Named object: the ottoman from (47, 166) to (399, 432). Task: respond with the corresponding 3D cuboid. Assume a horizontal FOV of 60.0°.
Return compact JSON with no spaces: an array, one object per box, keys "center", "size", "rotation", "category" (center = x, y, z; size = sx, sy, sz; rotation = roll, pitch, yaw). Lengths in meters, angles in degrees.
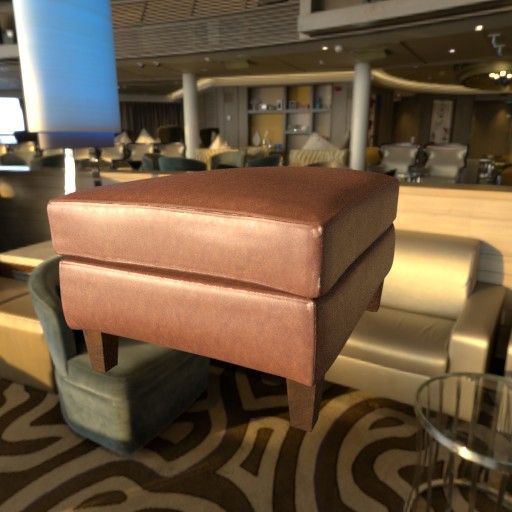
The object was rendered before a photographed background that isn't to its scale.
[{"center":[0.000,0.000,1.237],"size":[0.650,0.485,0.851],"rotation":[7,17,24],"category":"ottoman"}]
